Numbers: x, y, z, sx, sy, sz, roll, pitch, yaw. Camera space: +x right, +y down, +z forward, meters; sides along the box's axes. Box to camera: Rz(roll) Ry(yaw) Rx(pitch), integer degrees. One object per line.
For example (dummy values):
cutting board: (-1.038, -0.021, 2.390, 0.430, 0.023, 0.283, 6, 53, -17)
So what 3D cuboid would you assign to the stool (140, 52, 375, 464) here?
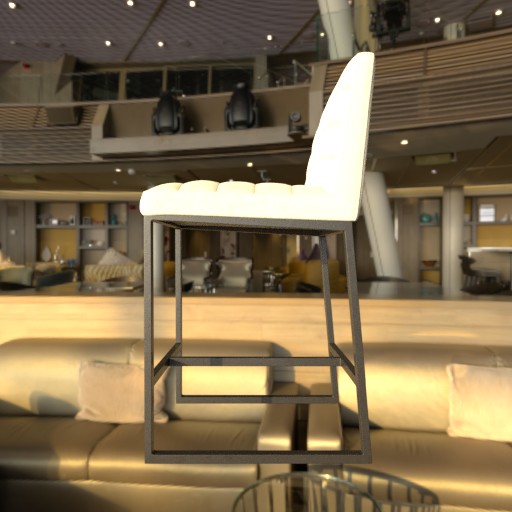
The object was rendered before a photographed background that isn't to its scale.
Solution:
stool: (0.000, 0.000, 1.251, 0.567, 0.971, 0.459, 0, 1, 0)
